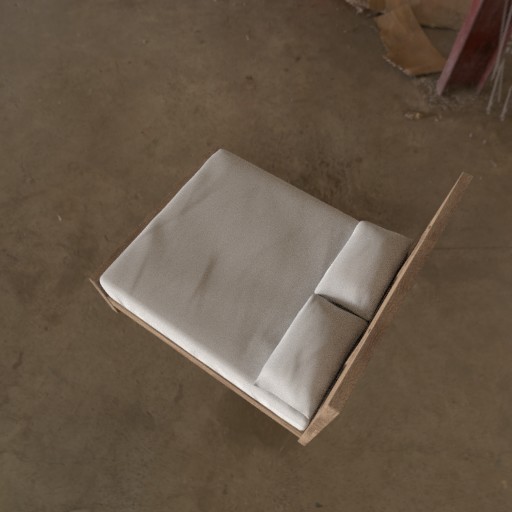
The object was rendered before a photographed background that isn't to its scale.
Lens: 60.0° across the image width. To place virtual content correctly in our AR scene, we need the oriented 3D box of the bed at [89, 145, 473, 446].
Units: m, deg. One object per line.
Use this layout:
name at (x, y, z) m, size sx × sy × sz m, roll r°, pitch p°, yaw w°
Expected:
bed at (0.000, 0.000, 3.284) m, size 2.017 × 1.631 × 1.615 m, roll 31°, pitch 66°, yaw 15°
